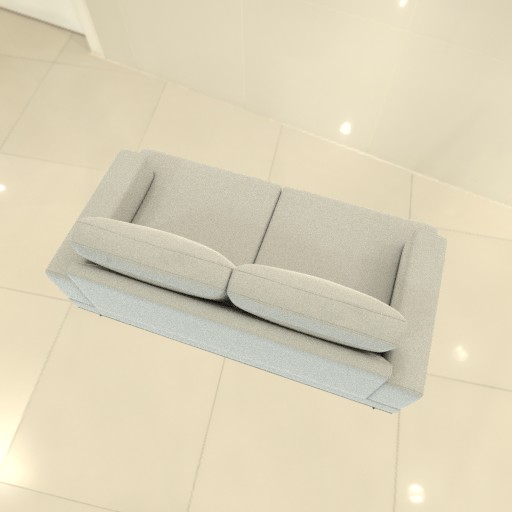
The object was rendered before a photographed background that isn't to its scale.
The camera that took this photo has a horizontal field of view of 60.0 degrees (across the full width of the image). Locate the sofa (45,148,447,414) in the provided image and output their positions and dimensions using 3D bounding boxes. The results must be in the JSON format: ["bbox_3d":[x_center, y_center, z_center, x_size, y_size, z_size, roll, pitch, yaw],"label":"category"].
[{"bbox_3d":[0.000,0.000,2.135,1.650,0.810,0.920,17,63,9],"label":"sofa"}]
